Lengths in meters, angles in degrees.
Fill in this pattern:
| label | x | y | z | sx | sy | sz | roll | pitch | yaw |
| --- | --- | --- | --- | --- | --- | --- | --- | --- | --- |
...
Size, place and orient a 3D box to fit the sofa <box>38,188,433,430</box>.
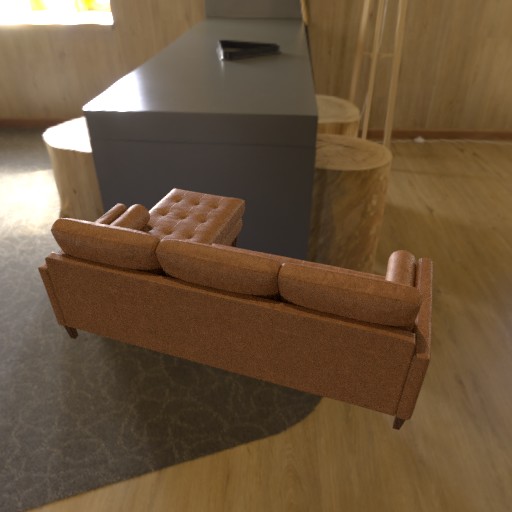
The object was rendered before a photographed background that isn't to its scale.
| label | x | y | z | sx | sy | sz | roll | pitch | yaw |
| --- | --- | --- | --- | --- | --- | --- | --- | --- | --- |
| sofa | 0.000 | 0.000 | 2.948 | 2.178 | 0.876 | 1.506 | 11 | 36 | 15 |
